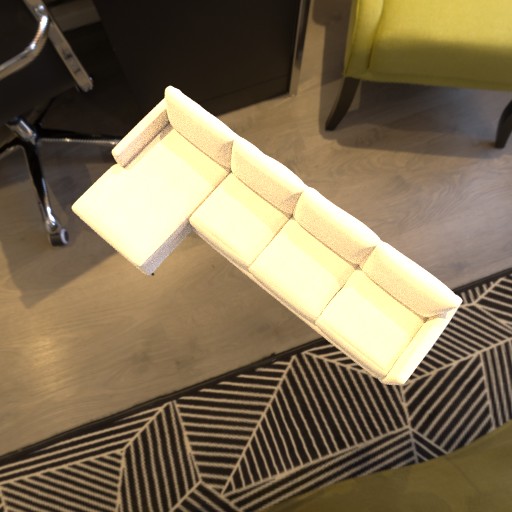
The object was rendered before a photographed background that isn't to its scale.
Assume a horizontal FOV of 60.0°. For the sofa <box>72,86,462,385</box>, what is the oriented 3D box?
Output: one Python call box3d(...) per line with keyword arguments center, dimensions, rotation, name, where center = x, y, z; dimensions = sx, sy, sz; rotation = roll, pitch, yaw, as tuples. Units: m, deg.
box3d(center=(0.000, 0.000, 3.878), dimensions=(3.186, 0.875, 1.467), rotation=(38, 78, 10), name="sofa")
